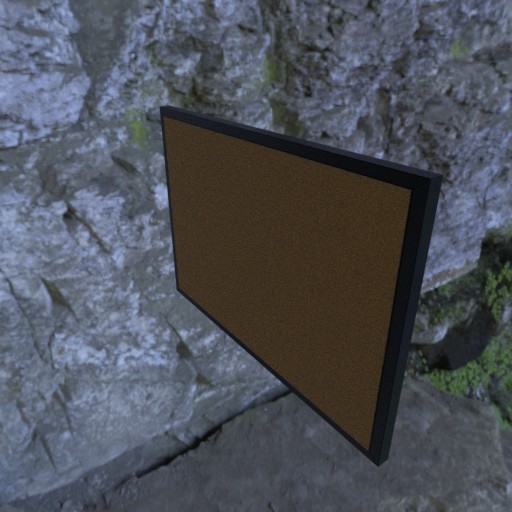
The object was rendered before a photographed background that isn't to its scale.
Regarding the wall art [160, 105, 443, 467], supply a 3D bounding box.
[{"bbox_3d":[0.000,0.000,0.821,0.027,0.458,0.657,-19,32,-32],"label":"wall art"}]
